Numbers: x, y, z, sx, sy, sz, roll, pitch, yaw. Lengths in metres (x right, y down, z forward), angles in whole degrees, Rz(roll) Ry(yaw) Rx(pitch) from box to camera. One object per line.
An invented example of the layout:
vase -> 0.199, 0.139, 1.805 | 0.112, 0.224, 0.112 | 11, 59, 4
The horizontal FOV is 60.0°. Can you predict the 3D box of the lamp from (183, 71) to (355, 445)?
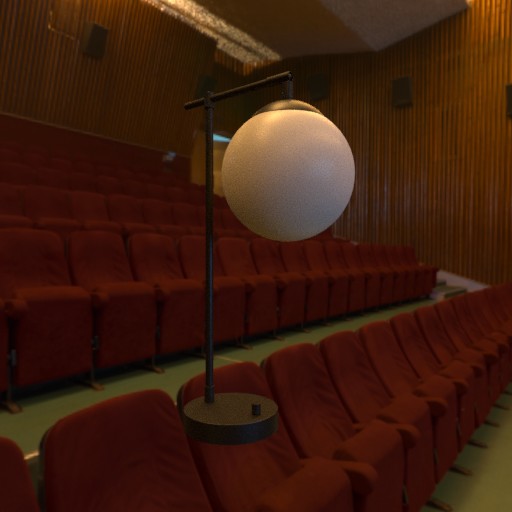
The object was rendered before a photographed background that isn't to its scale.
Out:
lamp -> 0.000, 0.000, 0.700 | 0.316, 0.559, 0.197 | 0, 0, 37
